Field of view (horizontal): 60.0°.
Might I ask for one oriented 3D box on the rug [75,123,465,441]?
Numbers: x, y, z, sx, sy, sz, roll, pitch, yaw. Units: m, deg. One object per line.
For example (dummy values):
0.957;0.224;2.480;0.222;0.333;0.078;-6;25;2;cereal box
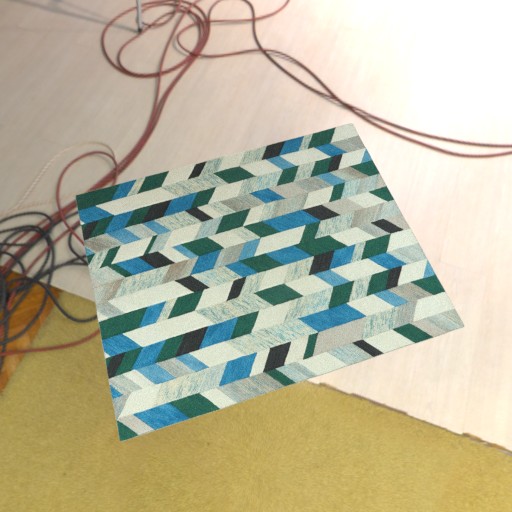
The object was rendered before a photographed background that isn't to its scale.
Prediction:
0.000;0.000;4.163;3.036;0.008;2.440;-16;65;-8;rug
